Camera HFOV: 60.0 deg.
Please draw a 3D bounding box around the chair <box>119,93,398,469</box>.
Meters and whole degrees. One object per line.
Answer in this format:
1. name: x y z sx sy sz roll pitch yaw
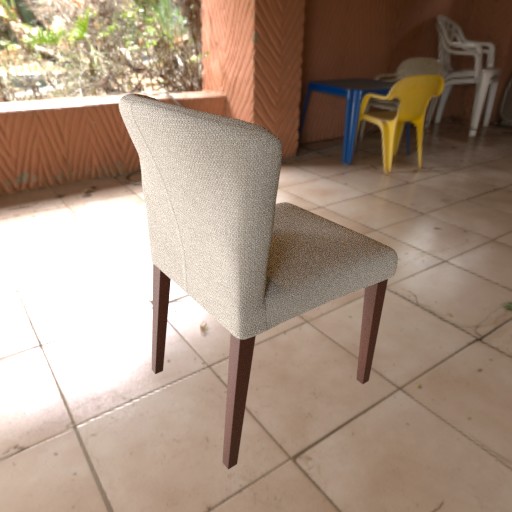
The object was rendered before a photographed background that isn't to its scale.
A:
1. chair: 0.000 0.000 1.174 0.589 0.839 0.491 -18 32 -32
